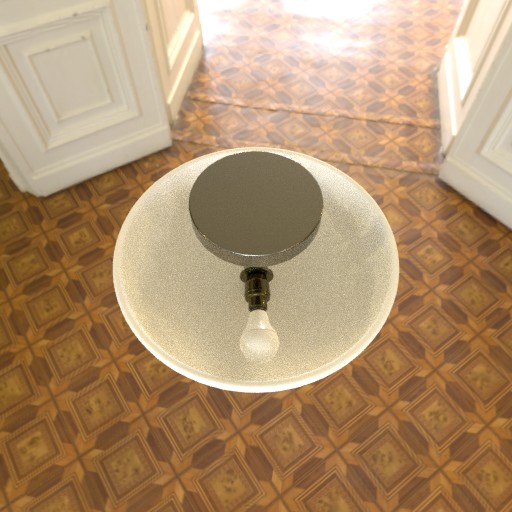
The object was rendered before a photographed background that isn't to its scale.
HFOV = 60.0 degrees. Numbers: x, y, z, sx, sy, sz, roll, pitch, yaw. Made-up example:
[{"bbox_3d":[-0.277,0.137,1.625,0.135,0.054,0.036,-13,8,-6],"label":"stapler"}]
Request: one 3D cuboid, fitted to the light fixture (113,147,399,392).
[{"bbox_3d":[0.000,0.000,0.532,0.330,0.214,0.330,0,58,0],"label":"light fixture"}]
